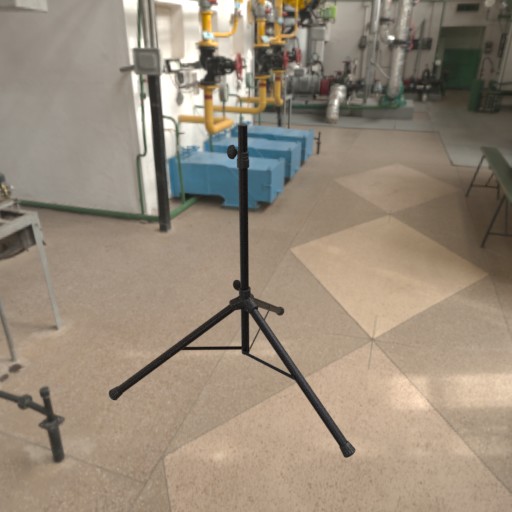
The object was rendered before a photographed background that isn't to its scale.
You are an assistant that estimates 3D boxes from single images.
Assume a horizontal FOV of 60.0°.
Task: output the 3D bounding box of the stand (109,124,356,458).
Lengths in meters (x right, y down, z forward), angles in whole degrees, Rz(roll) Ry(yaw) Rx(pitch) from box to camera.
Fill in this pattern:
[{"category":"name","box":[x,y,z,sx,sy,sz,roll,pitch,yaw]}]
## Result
[{"category":"stand","box":[0.000,0.000,1.890,1.045,1.136,0.907,8,27,17]}]
